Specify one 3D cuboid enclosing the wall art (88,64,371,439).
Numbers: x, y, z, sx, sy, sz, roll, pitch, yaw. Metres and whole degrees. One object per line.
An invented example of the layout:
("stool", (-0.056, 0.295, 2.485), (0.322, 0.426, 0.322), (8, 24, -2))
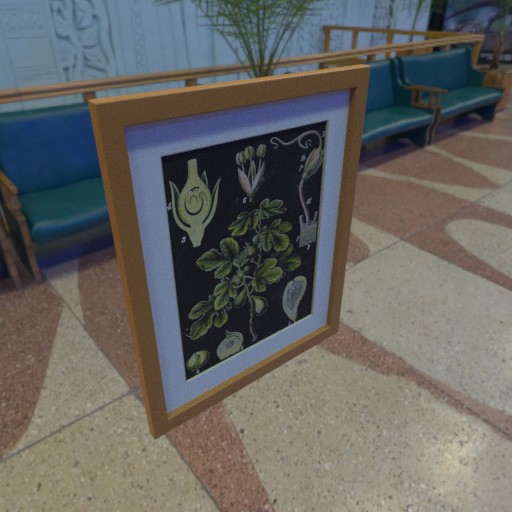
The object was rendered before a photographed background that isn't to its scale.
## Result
("wall art", (0.000, 0.000, 0.738), (0.452, 0.553, 0.022), (-22, 37, -32))
